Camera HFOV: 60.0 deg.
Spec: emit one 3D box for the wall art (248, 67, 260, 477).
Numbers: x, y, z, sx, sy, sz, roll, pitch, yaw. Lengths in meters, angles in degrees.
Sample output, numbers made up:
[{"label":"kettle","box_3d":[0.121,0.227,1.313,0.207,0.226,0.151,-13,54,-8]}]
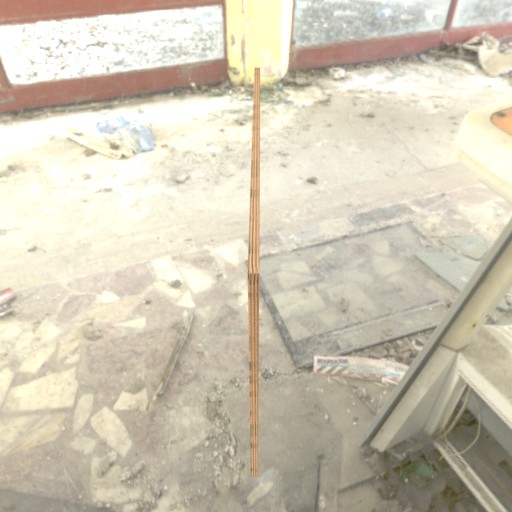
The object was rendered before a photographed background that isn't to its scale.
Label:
[{"label":"wall art","box_3d":[0.000,0.000,0.699,0.010,0.408,0.508,0,41,0]}]
